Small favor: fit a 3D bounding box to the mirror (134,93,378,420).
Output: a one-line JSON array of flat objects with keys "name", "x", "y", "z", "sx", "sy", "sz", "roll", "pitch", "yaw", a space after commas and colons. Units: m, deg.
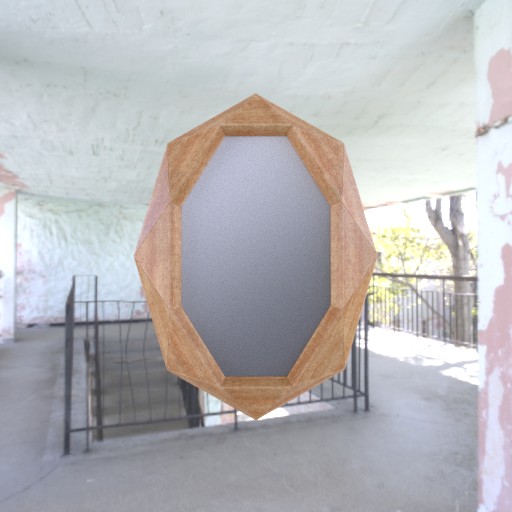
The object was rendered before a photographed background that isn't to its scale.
[{"name": "mirror", "x": 0.000, "y": 0.000, "z": 1.021, "sx": 0.577, "sy": 0.774, "sz": 0.070, "roll": 0, "pitch": -1, "yaw": 0}]
